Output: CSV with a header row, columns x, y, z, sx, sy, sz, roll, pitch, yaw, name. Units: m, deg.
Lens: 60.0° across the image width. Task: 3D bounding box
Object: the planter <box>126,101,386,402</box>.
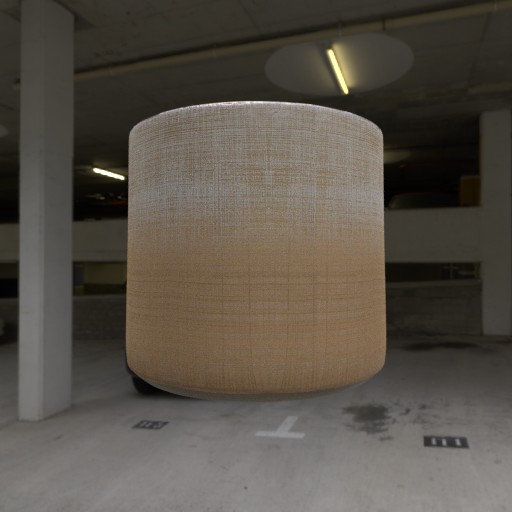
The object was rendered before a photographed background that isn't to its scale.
x,y,z,sx,sy,sz,roll,pitch,yaw,name
0.000,0.000,0.393,0.221,0.201,0.221,0,0,0,planter
